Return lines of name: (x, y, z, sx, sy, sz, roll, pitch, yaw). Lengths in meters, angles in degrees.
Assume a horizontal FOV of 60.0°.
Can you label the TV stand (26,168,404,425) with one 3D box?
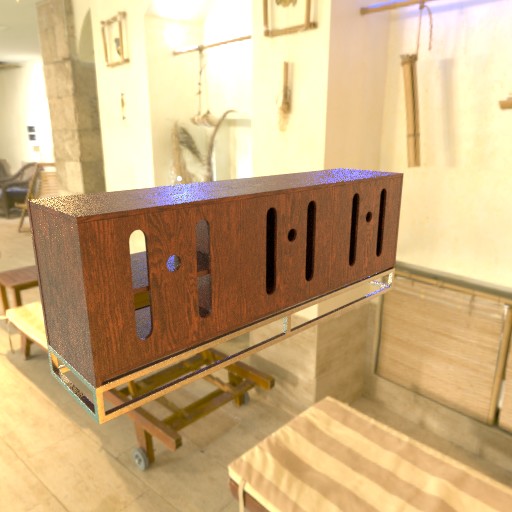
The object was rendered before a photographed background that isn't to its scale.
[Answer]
TV stand: (0.000, 0.000, 1.774, 1.541, 0.578, 0.382, -15, 22, -41)
